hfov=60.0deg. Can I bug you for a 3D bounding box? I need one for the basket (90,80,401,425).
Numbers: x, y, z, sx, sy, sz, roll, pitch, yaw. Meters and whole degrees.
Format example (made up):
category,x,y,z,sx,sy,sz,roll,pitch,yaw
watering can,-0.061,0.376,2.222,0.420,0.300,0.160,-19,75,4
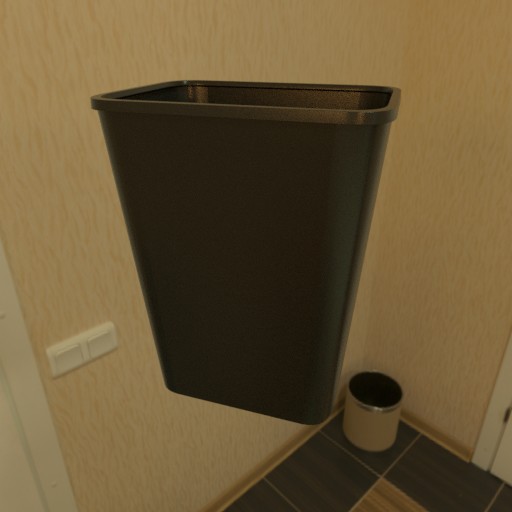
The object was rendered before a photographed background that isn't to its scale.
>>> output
category,x,y,z,sx,sy,sz,roll,pitch,yaw
basket,0.000,0.000,0.744,0.394,0.521,0.287,8,28,16
